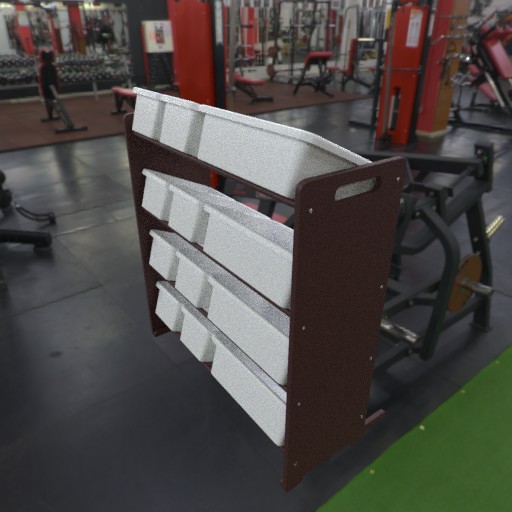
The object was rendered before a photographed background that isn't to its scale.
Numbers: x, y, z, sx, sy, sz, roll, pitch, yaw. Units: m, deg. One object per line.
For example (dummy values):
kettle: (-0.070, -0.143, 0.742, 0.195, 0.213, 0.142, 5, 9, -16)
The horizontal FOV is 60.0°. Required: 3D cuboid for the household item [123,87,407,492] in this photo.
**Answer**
household item: (0.000, 0.000, 1.268, 0.389, 0.864, 0.787, -19, 33, -31)
